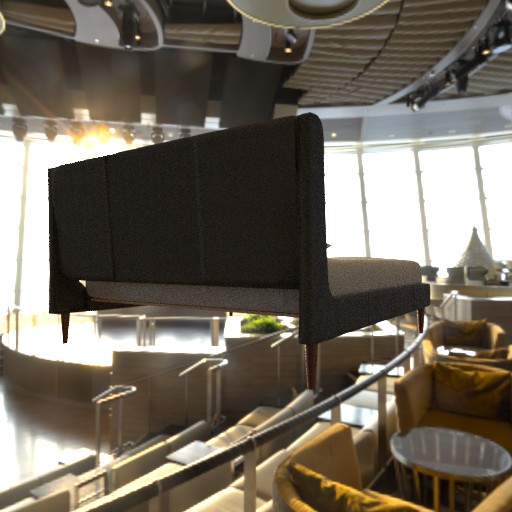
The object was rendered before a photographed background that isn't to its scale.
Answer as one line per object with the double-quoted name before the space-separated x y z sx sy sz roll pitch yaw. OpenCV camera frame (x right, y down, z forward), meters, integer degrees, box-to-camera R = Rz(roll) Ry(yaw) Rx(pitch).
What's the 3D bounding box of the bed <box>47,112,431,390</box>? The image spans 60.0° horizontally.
"bed" 0.000 0.000 2.533 1.531 0.933 1.638 0 -1 35
